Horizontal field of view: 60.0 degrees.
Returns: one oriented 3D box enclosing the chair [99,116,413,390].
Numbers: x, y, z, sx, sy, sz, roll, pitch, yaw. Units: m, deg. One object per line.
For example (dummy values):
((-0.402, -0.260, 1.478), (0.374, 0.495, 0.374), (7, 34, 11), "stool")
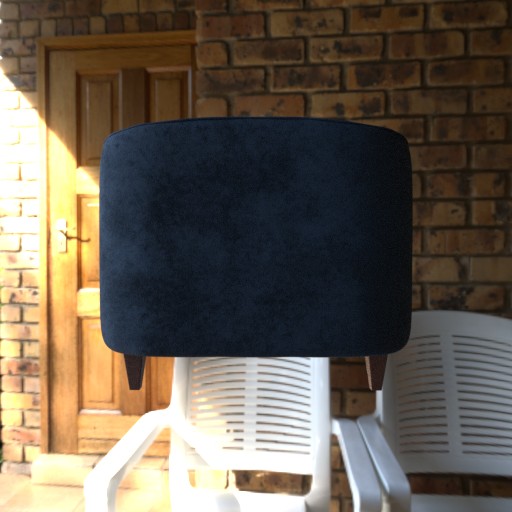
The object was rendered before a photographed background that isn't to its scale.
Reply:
((0.000, 0.000, 1.785), (1.094, 0.852, 0.940), (0, 1, 0), "chair")
